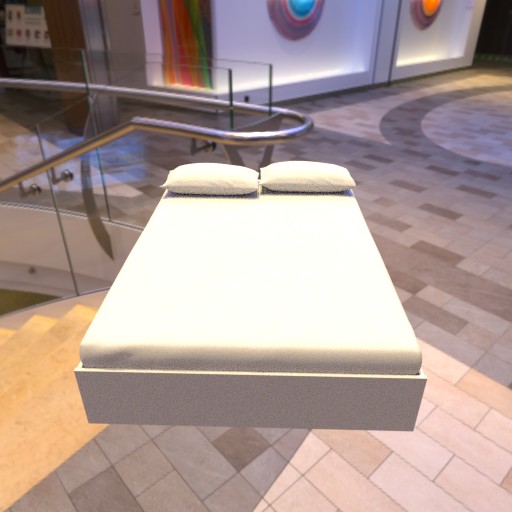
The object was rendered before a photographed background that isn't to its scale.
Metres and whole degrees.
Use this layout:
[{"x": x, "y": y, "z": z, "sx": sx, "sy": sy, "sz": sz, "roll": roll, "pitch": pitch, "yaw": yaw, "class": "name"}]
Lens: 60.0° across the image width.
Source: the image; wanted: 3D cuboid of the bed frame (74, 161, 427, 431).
[{"x": 0.000, "y": 0.000, "z": 2.653, "sx": 1.450, "sy": 0.629, "sz": 1.950, "roll": 1, "pitch": 30, "yaw": 1, "class": "bed frame"}]
